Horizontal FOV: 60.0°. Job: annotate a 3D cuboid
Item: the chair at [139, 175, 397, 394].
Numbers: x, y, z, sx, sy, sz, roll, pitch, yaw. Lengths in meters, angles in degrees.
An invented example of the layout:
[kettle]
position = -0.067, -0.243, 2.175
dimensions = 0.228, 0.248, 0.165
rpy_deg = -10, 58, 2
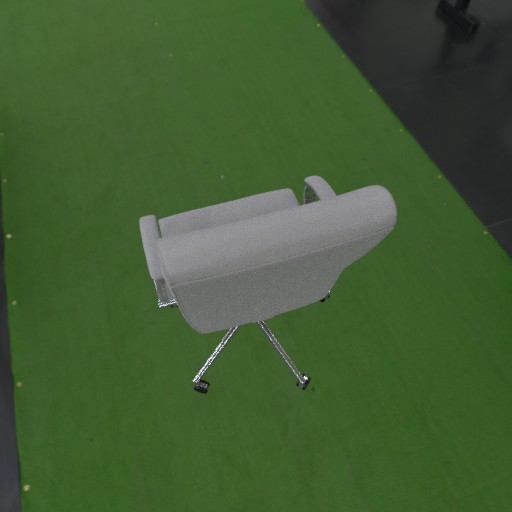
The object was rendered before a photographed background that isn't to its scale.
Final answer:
[chair]
position = 0.000, 0.000, 1.590
dimensions = 0.727, 1.099, 0.745
rpy_deg = -15, 58, -10
